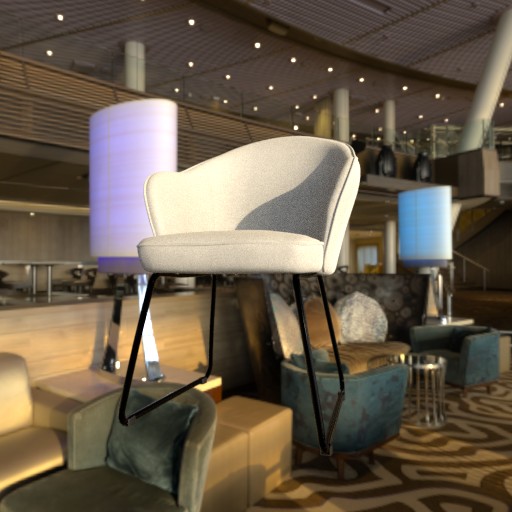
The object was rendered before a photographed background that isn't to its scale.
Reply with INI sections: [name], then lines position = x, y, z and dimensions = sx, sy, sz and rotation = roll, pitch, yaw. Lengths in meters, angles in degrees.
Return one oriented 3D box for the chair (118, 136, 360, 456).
[chair]
position = 0.000, 0.000, 1.228
dimensions = 0.570, 0.817, 0.592
rotation = 0, -1, 19
